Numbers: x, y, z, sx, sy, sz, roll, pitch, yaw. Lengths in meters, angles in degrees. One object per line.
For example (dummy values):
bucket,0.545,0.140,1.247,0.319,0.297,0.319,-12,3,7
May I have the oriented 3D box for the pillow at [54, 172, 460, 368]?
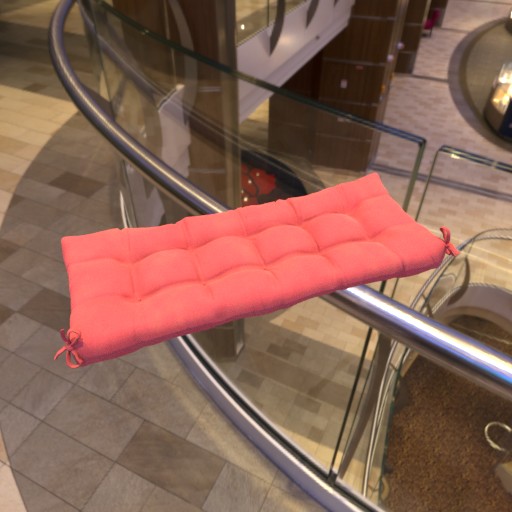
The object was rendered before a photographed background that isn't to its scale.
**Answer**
pillow,0.000,0.000,1.356,1.194,0.174,0.511,-14,44,-15
